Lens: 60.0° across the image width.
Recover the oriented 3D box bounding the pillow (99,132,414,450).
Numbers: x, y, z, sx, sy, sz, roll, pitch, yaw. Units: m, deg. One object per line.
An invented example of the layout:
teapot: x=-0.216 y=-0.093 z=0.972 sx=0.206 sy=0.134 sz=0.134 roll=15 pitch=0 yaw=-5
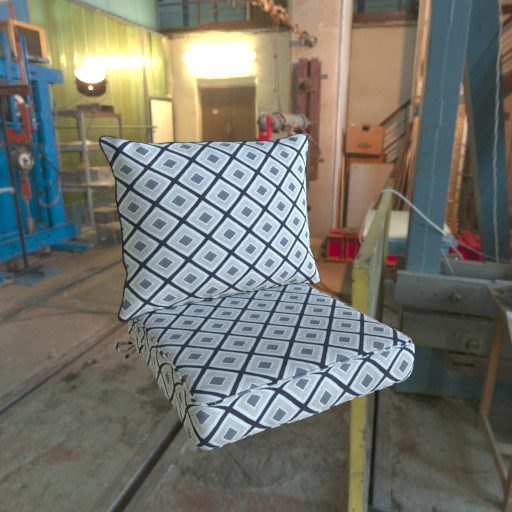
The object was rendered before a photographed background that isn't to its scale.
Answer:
pillow: x=0.000 y=0.000 z=1.363 sx=0.798 sy=0.722 sz=0.733 roll=-9 pitch=18 yaw=-27
